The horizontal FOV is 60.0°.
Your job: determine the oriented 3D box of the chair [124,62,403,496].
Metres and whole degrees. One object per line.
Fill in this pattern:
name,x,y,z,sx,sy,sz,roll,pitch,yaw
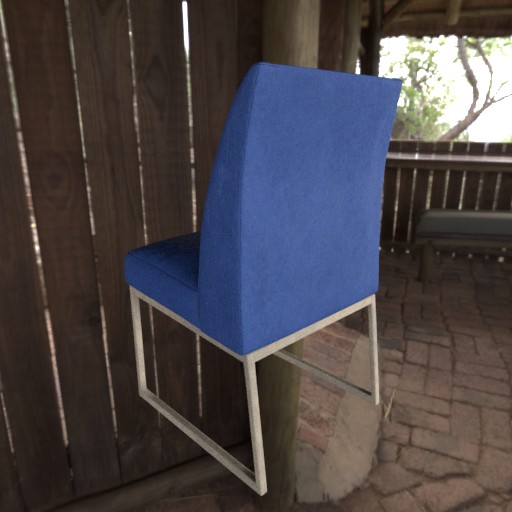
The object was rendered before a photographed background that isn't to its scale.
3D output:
chair,0.000,0.000,1.161,0.508,0.863,0.522,-16,23,-42
